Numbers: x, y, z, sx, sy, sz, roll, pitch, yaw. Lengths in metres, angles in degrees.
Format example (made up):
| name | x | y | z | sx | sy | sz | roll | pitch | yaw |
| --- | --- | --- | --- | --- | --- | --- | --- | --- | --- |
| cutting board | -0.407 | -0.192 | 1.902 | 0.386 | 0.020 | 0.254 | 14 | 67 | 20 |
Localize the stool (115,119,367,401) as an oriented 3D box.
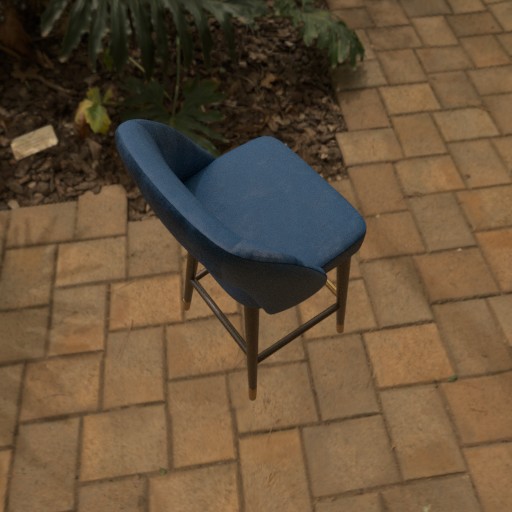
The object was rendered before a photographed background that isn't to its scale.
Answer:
| name | x | y | z | sx | sy | sz | roll | pitch | yaw |
| --- | --- | --- | --- | --- | --- | --- | --- | --- | --- |
| stool | 0.000 | 0.000 | 1.314 | 0.515 | 1.016 | 0.514 | -33 | 64 | -18 |
